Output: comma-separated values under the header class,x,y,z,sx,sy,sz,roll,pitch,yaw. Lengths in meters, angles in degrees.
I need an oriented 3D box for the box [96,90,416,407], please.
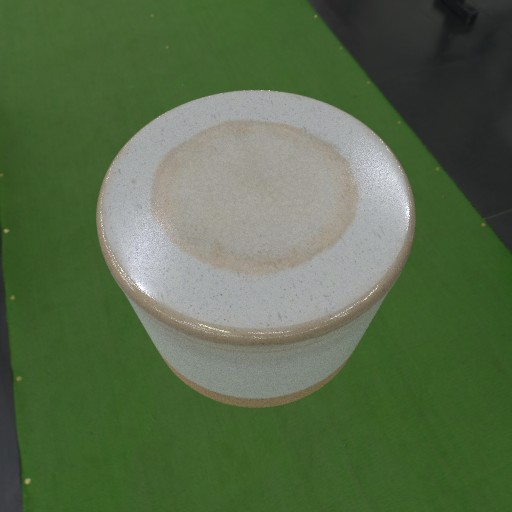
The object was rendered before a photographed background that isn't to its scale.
class,x,y,z,sx,sy,sz,roll,pitch,yaw
box,0.000,0.000,0.264,0.154,0.123,0.154,0,58,0
